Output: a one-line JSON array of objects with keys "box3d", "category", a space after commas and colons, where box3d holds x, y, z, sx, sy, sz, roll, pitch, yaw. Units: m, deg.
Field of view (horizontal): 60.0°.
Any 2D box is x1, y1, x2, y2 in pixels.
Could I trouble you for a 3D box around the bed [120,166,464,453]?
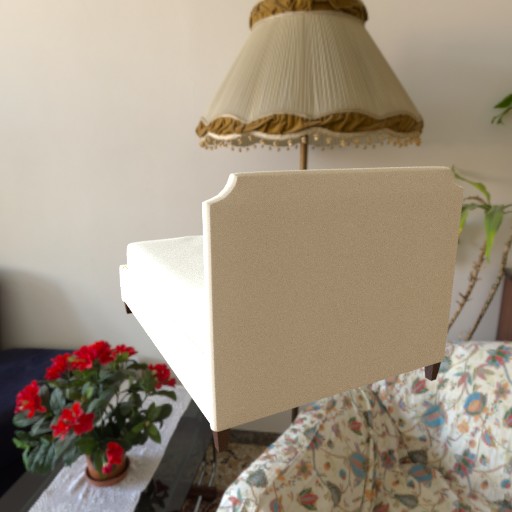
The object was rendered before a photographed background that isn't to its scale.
[{"box3d": [0.000, 0.000, 3.479, 1.712, 1.443, 2.365, -7, 16, -27], "category": "bed"}]
